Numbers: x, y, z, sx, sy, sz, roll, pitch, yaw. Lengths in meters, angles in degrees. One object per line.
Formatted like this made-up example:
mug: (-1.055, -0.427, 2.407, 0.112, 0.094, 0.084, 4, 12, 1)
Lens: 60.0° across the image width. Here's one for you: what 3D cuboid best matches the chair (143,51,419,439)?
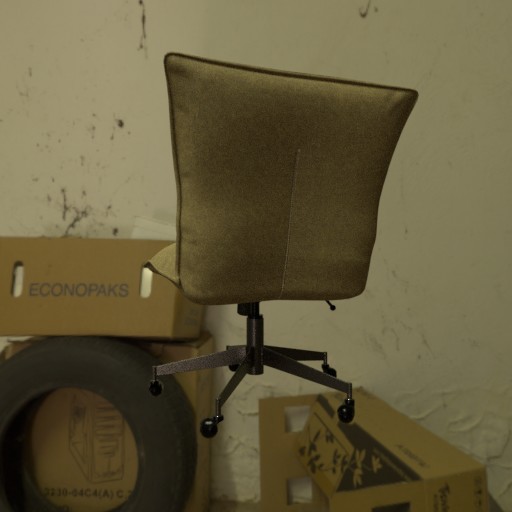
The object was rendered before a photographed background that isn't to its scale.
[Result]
chair: (0.000, 0.000, 1.273, 0.597, 0.811, 0.696, 0, 1, -18)
